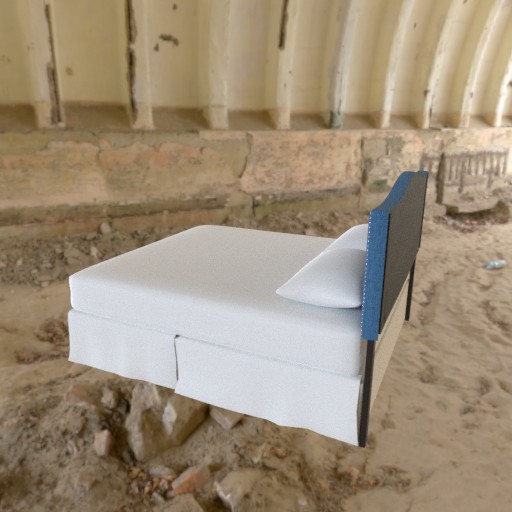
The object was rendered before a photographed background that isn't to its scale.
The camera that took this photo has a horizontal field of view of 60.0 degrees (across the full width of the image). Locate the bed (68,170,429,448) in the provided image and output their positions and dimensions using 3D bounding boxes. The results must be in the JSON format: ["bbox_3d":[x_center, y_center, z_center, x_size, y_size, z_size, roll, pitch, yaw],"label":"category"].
[{"bbox_3d":[0.000,0.000,2.894,1.872,1.169,1.610,8,19,24],"label":"bed"}]
